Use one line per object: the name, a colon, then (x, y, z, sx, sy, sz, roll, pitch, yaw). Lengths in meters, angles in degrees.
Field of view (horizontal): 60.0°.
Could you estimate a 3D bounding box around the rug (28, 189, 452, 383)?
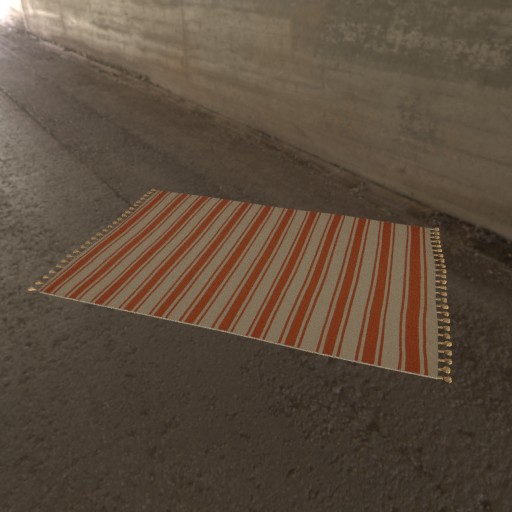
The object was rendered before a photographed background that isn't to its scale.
rug: (0.000, 0.000, 2.997, 2.433, 0.022, 1.556, 10, 34, 15)
